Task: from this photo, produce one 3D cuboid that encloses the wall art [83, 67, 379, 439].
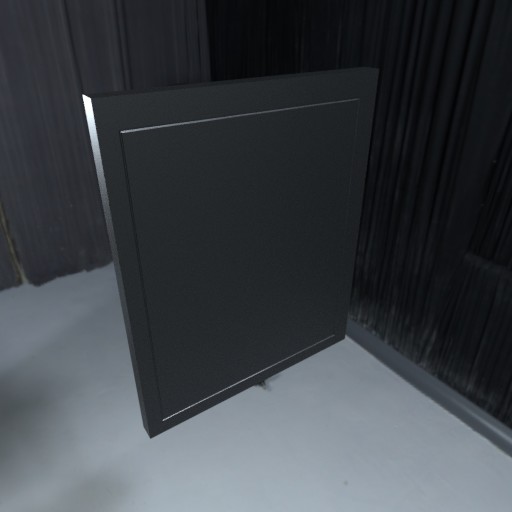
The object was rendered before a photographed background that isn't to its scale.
[{"bbox_3d":[0.000,0.000,0.747,0.461,0.558,0.031,-19,34,-30],"label":"wall art"}]
